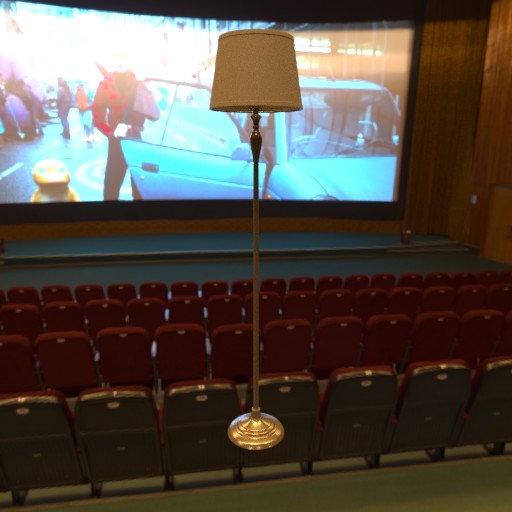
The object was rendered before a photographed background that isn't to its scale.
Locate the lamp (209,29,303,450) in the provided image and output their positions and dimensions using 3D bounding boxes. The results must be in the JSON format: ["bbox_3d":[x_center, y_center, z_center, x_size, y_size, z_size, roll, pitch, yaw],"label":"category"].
[{"bbox_3d":[0.000,0.000,1.670,0.327,1.506,0.327,-2,14,-9],"label":"lamp"}]
